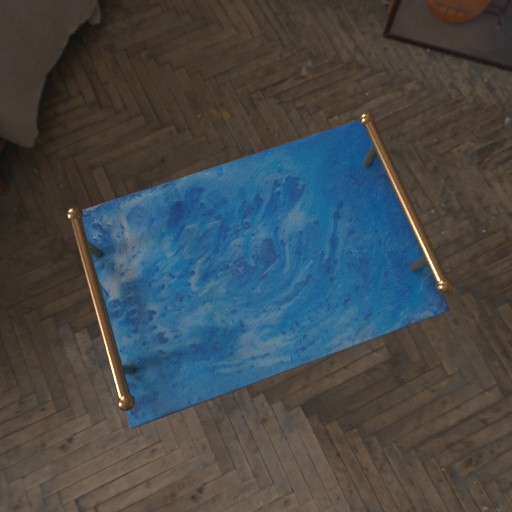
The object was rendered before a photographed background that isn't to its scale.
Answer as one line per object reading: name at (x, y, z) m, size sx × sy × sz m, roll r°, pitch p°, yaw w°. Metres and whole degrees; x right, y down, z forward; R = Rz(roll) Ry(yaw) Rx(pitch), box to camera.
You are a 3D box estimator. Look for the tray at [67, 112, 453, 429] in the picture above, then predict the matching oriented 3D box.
tray at (0.000, 0.000, 0.582) m, size 0.444 × 0.084 × 0.304 m, roll -19°, pitch 77°, yaw -5°
